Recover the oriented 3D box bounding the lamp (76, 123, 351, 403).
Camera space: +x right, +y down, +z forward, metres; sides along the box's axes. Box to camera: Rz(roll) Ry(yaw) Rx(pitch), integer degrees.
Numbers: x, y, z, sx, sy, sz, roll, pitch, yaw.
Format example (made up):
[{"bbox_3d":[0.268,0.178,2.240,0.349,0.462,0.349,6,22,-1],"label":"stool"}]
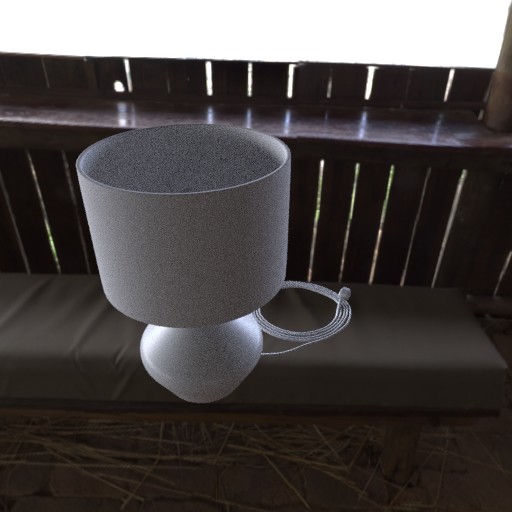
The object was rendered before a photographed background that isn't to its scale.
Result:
[{"bbox_3d":[0.000,0.000,0.834,0.546,0.457,0.401,-9,33,-14],"label":"lamp"}]
